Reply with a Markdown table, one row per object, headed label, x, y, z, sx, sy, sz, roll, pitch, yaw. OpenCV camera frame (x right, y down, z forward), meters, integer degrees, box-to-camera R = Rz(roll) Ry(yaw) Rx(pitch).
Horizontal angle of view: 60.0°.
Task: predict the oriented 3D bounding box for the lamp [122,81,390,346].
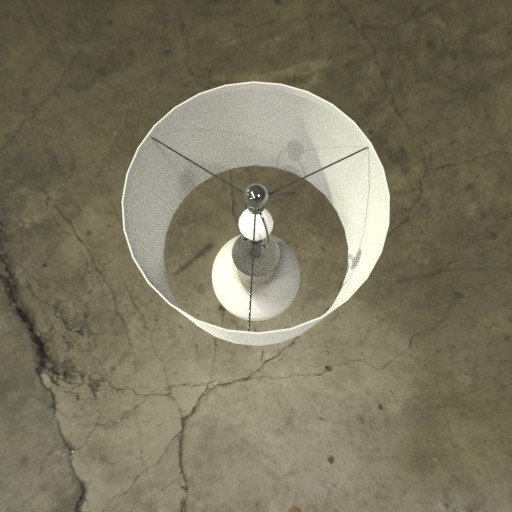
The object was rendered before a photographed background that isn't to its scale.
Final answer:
| label | x | y | z | sx | sy | sz | roll | pitch | yaw |
| --- | --- | --- | --- | --- | --- | --- | --- | --- | --- |
| lamp | 0.000 | 0.000 | 0.888 | 0.357 | 0.673 | 0.357 | -26 | 77 | -6 |
